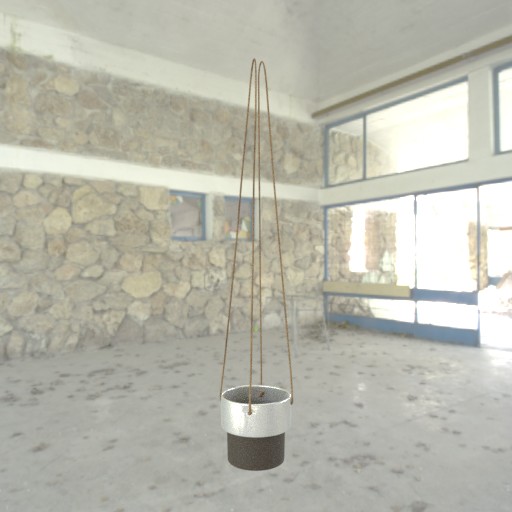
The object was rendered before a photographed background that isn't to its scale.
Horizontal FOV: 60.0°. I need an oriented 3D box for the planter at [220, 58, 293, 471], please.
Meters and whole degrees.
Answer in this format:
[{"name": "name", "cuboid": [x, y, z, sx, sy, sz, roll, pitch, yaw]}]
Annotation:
[{"name": "planter", "cuboid": [0.000, 0.000, 1.192, 0.187, 1.073, 0.187, 1, -2, -35]}]
